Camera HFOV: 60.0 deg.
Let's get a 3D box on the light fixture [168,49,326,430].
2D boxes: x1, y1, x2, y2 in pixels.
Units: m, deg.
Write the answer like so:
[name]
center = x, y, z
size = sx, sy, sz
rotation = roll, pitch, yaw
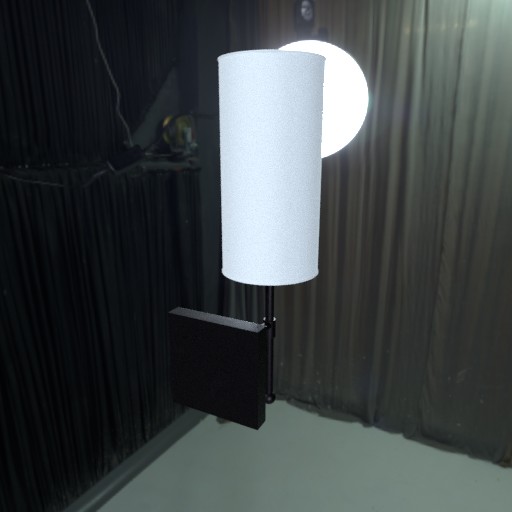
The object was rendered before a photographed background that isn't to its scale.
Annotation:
[light fixture]
center = 0.000, 0.000, 0.550
size = 0.128, 0.462, 0.208
rotation = 8, 17, 27
